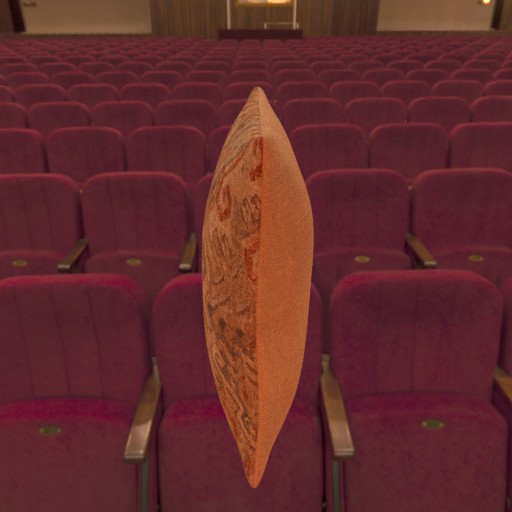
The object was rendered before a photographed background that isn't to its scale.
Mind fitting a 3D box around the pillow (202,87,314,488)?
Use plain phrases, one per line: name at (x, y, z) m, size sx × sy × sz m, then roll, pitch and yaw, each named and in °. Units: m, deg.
pillow at (0.000, 0.000, 0.764) m, size 0.166 × 0.506 × 0.523 m, roll 0°, pitch 26°, yaw 0°
